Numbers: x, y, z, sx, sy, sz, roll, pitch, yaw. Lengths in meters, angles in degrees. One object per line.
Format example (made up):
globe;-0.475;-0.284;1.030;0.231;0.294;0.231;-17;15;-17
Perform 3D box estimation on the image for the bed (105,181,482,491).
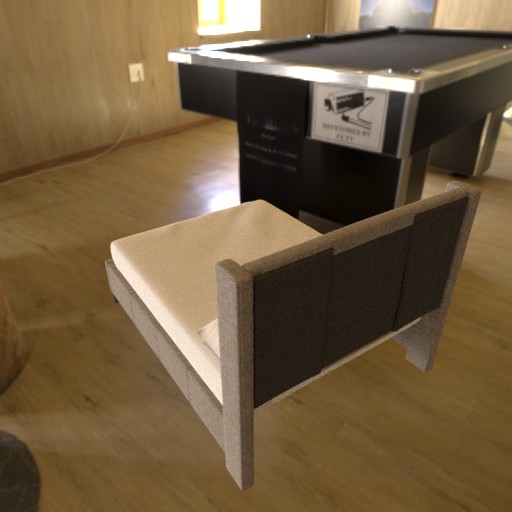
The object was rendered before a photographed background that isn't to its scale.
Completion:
bed;0.000;0.000;3.360;1.714;1.476;2.245;-19;36;-29
